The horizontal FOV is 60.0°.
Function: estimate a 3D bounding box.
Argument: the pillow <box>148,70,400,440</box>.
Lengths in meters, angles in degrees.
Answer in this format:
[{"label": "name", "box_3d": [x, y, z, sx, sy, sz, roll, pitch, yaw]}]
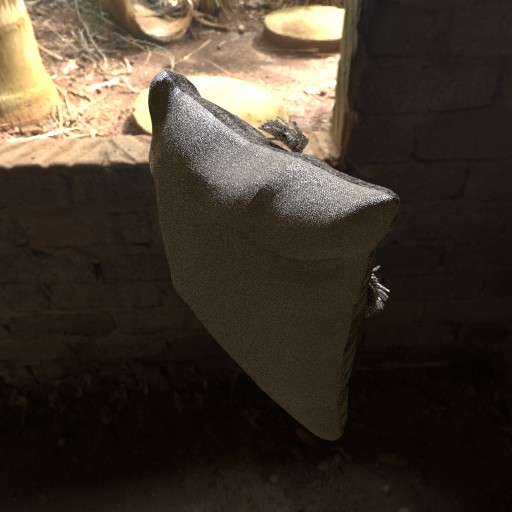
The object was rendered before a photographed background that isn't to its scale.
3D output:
[{"label": "pillow", "box_3d": [0.000, 0.000, 0.738, 0.234, 0.490, 0.484, -27, 48, -27]}]
